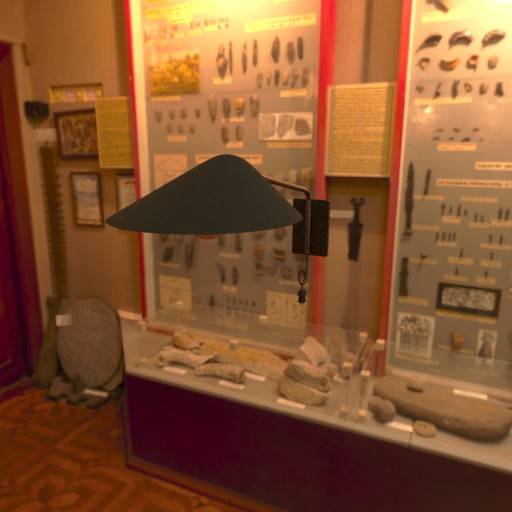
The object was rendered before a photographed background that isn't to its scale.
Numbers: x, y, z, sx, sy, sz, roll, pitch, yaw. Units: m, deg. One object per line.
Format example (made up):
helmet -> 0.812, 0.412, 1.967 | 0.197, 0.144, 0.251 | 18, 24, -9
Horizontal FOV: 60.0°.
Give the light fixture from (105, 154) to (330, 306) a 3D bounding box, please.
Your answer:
light fixture -> 0.000, 0.000, 0.692 | 0.240, 0.312, 0.516 | 7, 15, 26
